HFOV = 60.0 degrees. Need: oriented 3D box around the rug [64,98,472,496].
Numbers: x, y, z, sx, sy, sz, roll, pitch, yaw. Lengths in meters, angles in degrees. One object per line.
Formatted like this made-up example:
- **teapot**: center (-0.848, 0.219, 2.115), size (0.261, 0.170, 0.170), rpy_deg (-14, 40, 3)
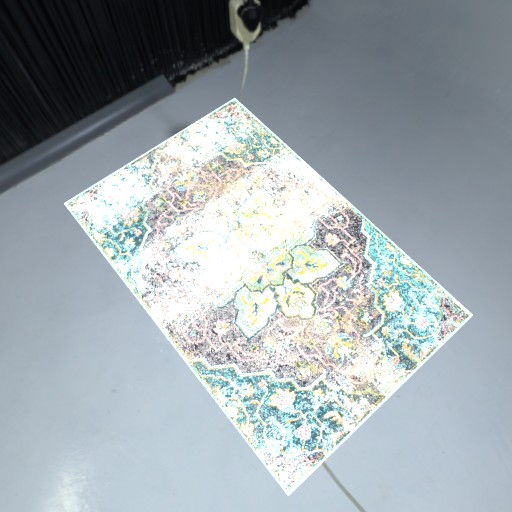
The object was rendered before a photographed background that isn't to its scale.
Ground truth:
- **rug**: center (0.000, 0.000, 2.903), size (1.566, 0.004, 2.363), rpy_deg (-36, 70, -16)
